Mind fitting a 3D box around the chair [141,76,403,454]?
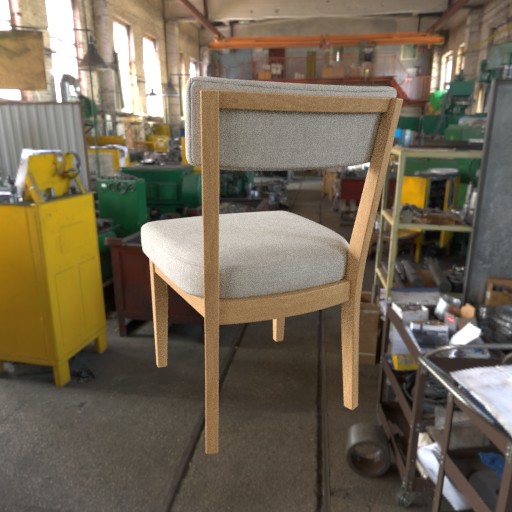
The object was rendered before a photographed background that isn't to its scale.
[{"bbox_3d":[0.000,0.000,1.189,0.508,0.832,0.572,-7,17,-24],"label":"chair"}]
